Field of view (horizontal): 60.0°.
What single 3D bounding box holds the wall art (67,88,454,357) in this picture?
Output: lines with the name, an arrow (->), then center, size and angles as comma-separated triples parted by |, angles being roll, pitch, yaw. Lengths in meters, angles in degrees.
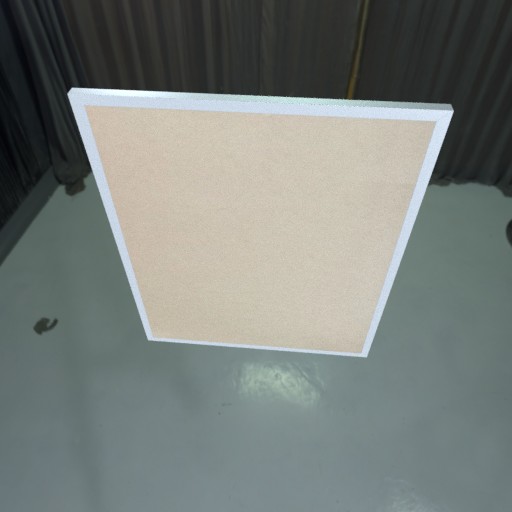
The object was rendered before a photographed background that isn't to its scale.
wall art -> 0.000, 0.000, 0.607 | 0.382, 0.456, 0.013 | 4, 47, 4
